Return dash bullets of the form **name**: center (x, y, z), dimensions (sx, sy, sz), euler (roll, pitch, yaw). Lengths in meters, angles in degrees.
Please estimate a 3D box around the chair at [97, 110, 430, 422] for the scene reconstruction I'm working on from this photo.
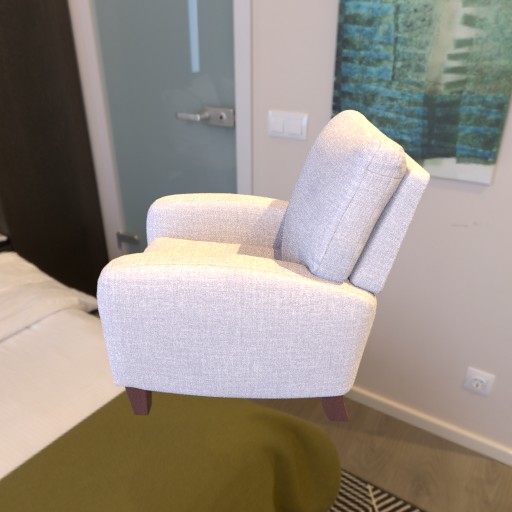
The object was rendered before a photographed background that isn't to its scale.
- **chair**: center (0.000, 0.000, 1.676), dimensions (0.990, 0.990, 0.762), euler (1, 26, 2)
